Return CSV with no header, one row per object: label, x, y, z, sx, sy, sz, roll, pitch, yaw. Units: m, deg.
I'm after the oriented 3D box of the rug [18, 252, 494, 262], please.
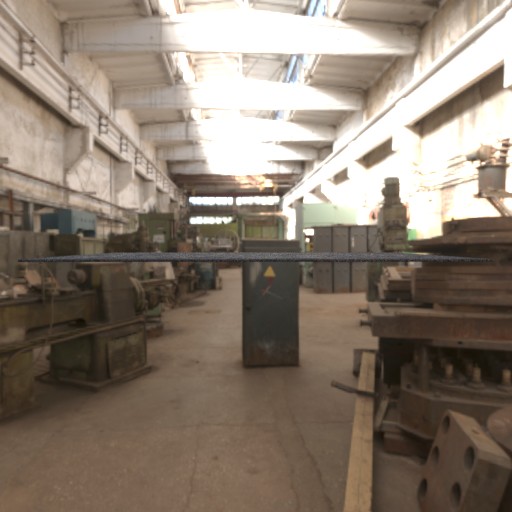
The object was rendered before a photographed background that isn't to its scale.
rug,0.000,0.000,2.191,1.754,0.010,1.139,0,2,-1
